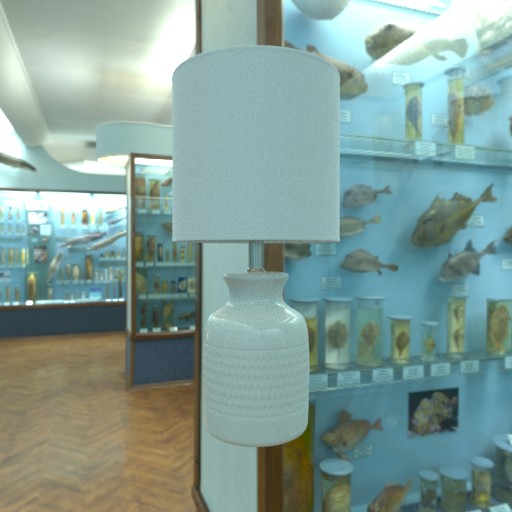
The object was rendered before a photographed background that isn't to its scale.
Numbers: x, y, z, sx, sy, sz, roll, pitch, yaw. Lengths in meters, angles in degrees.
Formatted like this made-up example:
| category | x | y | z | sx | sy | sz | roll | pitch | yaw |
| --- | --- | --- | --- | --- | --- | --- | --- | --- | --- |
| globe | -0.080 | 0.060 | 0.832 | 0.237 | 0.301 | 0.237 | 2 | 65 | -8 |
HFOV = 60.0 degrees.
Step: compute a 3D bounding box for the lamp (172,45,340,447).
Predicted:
| category | x | y | z | sx | sy | sz | roll | pitch | yaw |
| --- | --- | --- | --- | --- | --- | --- | --- | --- | --- |
| lamp | 0.000 | 0.000 | 0.506 | 0.188 | 0.392 | 0.188 | 0 | 1 | -18 |
